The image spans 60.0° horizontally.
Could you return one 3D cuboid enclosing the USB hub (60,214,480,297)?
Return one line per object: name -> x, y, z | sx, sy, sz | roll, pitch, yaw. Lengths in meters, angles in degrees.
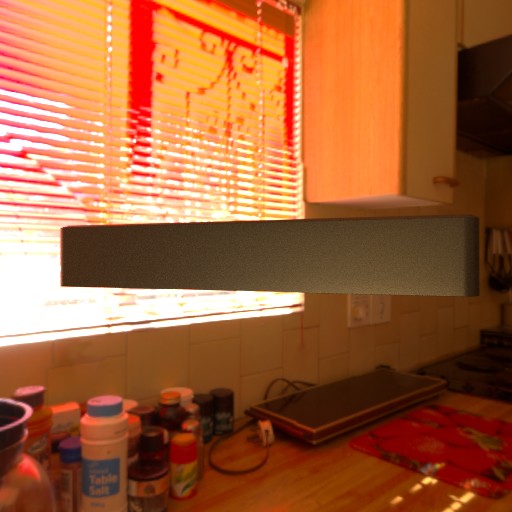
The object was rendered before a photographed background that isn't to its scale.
USB hub -> 0.000, 0.000, 0.165 | 0.145, 0.023, 0.044 | 0, 0, 18
